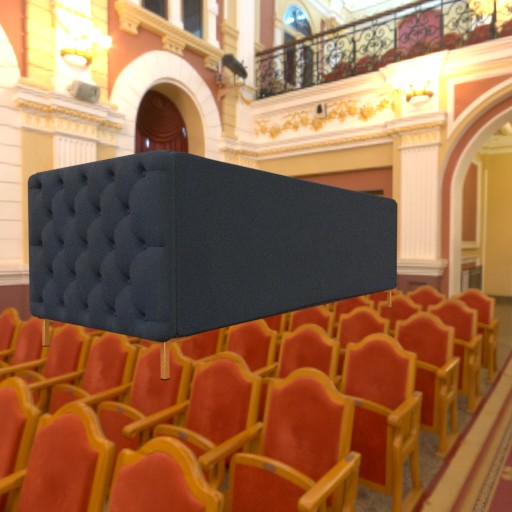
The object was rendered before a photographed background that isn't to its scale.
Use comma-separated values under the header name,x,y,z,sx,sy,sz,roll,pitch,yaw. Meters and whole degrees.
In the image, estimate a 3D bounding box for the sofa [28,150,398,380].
name,x,y,z,sx,sy,sz,roll,pitch,yaw
sofa,0.000,0.000,2.535,0.895,0.771,2.209,1,2,37
